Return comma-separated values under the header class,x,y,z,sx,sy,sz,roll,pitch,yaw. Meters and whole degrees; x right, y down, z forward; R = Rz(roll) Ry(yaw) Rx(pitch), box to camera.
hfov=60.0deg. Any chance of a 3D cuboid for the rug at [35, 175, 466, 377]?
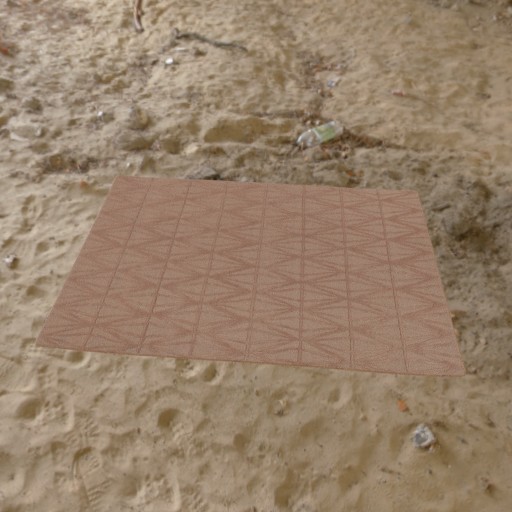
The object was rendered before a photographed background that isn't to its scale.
class,x,y,z,sx,sy,sz,roll,pitch,yaw
rug,0.000,0.000,2.277,1.837,0.025,1.230,4,47,3
